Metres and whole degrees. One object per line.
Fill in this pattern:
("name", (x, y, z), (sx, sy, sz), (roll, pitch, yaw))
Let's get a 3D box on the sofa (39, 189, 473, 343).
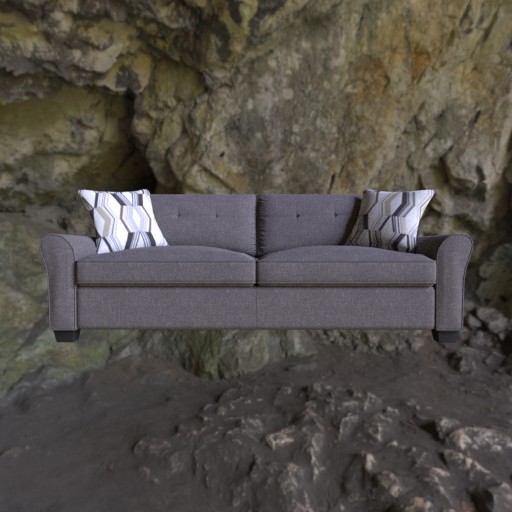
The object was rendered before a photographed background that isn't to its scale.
("sofa", (0.000, 0.000, 2.490), (2.032, 0.813, 0.889), (0, 1, 0))
